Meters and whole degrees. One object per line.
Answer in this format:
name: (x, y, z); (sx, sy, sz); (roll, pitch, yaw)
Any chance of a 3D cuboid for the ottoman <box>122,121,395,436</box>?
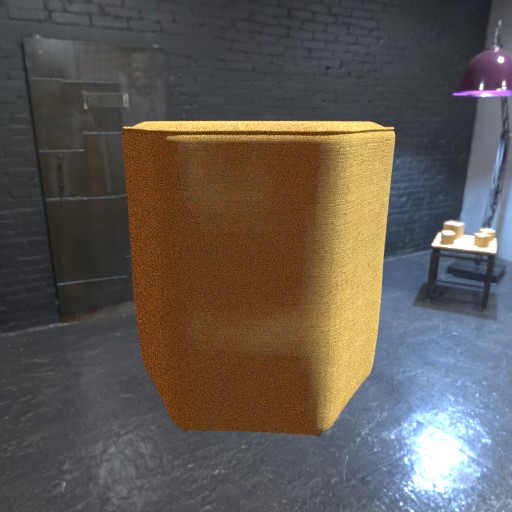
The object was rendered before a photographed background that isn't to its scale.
ottoman: (0.000, 0.000, 0.864); (0.443, 0.502, 0.494); (-9, 19, -26)
